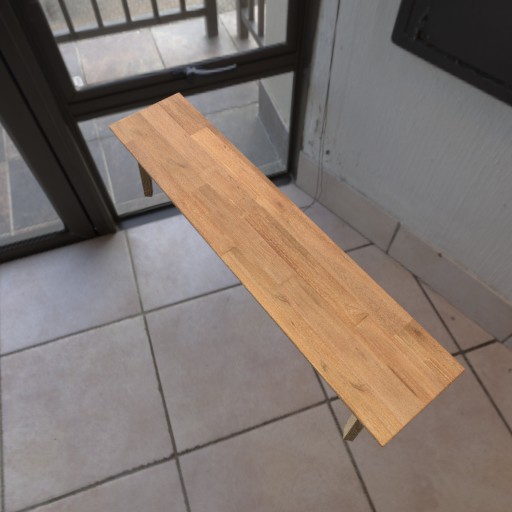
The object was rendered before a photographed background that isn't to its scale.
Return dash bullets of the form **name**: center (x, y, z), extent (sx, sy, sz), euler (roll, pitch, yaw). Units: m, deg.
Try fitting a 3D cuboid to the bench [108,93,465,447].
- **bench**: center (0.000, 0.000, 1.886), extent (0.378, 0.431, 1.698), euler (-33, 64, -19)
